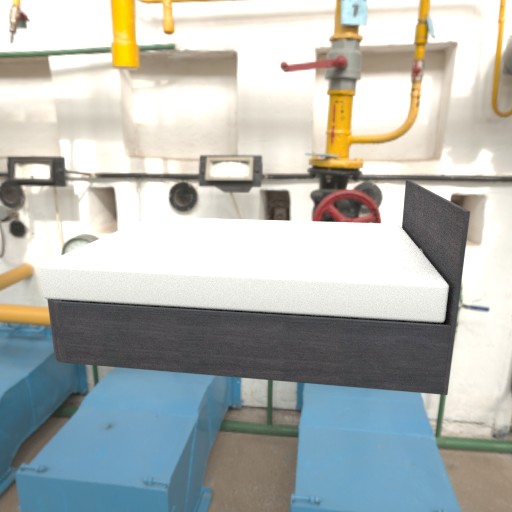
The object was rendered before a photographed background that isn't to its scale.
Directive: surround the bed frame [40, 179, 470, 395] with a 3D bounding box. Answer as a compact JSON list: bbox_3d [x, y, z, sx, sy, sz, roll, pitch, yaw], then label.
[{"bbox_3d":[0.000,0.000,2.626,1.900,0.800,1.400,2,15,9],"label":"bed frame"}]
